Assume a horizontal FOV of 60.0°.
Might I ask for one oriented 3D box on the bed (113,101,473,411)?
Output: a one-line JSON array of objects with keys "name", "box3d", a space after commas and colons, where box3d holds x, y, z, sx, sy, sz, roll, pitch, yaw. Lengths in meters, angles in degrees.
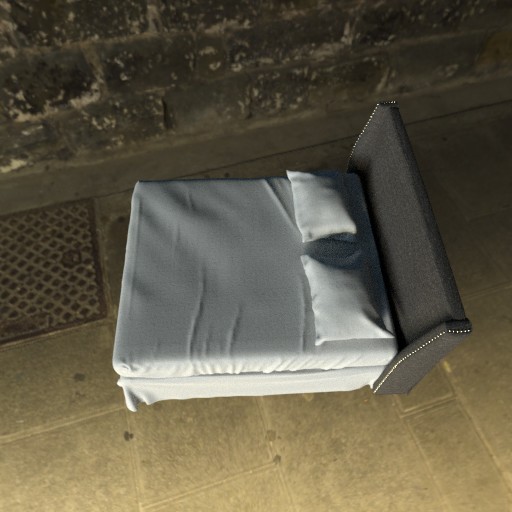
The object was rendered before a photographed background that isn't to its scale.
[{"name": "bed", "box3d": [0.000, 0.000, 3.397, 2.276, 1.332, 1.925, -2, 58, -1]}]
